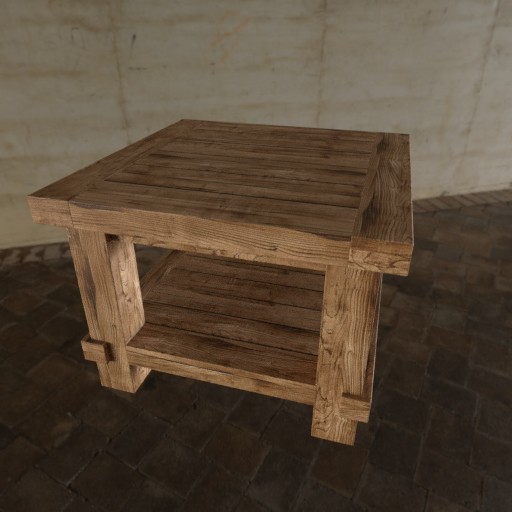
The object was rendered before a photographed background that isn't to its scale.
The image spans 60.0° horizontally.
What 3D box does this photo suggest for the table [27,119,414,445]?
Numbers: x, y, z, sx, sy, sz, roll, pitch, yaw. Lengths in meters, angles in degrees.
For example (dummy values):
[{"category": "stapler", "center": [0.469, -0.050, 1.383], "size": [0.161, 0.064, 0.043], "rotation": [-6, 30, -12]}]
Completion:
[{"category": "table", "center": [0.000, 0.000, 1.021], "size": [0.610, 0.457, 0.610], "rotation": [8, 30, 14]}]
